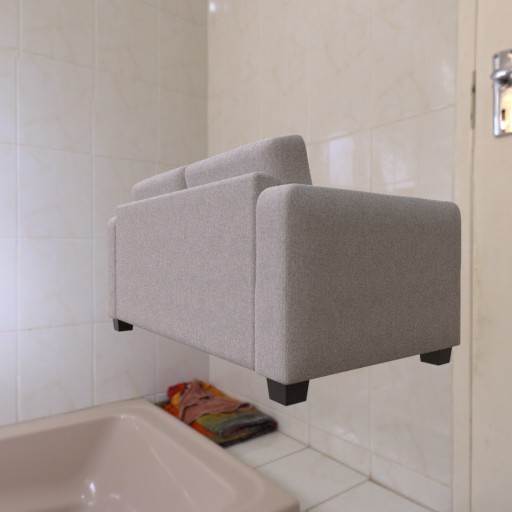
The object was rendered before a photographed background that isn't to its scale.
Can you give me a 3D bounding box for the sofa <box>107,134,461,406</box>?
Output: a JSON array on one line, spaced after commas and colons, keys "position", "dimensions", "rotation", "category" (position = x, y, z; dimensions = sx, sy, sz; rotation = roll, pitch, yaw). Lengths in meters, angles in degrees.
[{"position": [0.000, 0.000, 2.032], "dimensions": [0.900, 0.800, 1.540], "rotation": [-1, 1, -36], "category": "sofa"}]
